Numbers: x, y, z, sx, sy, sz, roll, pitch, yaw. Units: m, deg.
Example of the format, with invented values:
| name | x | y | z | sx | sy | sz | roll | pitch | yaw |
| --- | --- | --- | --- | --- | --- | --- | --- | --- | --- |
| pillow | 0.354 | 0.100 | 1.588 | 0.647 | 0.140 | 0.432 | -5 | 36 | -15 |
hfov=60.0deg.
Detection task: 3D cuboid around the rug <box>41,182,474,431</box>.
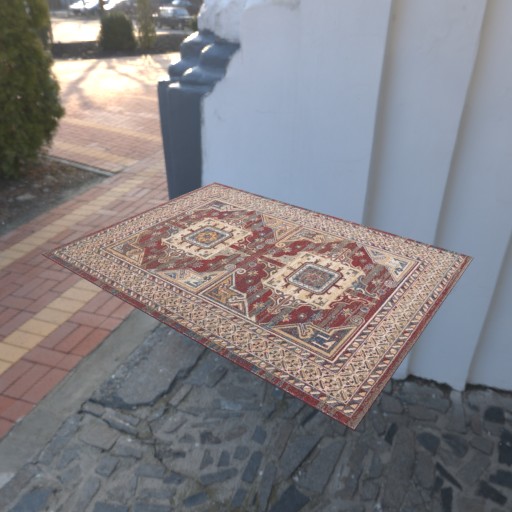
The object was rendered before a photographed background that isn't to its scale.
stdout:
| name | x | y | z | sx | sy | sz | roll | pitch | yaw |
| --- | --- | --- | --- | --- | --- | --- | --- | --- | --- |
| rug | 0.000 | 0.000 | 4.087 | 3.197 | 0.013 | 2.381 | 21 | 36 | 32 |
